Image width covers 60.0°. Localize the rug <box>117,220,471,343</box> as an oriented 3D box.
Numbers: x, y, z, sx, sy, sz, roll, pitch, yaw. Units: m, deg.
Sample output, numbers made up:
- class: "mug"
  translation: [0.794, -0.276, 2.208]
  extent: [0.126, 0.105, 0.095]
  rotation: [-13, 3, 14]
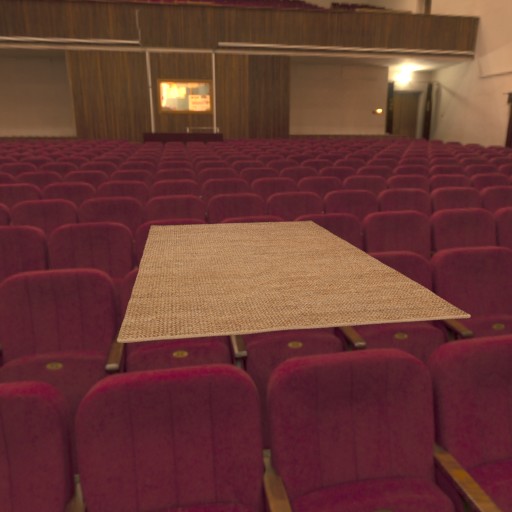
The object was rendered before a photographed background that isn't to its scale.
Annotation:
- class: "rug"
  translation: [0.000, 0.000, 3.004]
  extent: [1.521, 0.034, 2.438]
  rotation: [-2, 15, -10]
